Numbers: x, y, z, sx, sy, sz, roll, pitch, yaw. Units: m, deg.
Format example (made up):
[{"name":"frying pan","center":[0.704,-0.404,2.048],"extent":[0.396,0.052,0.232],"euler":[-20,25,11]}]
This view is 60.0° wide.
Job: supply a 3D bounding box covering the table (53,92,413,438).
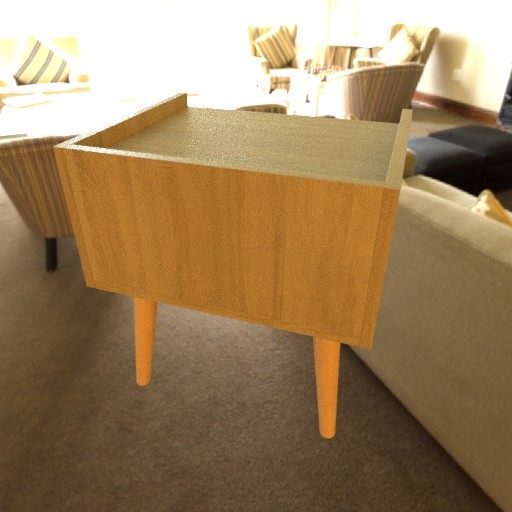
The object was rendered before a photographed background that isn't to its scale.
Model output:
[{"name":"table","center":[0.000,0.000,0.805],"extent":[0.450,0.470,0.370],"euler":[10,33,16]}]
